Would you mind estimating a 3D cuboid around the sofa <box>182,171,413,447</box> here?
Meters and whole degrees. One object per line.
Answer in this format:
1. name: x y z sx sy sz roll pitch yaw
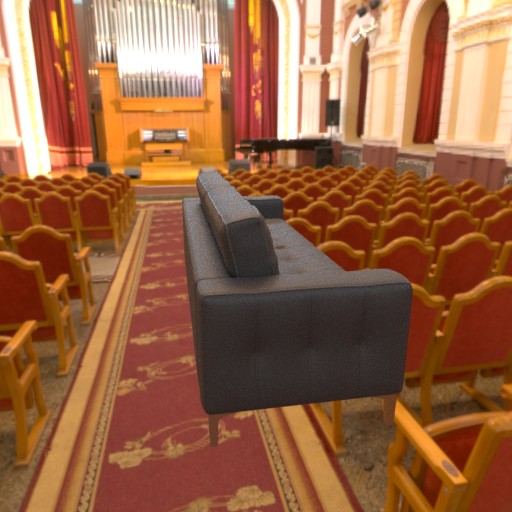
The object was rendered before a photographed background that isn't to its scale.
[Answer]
1. sofa: 0.000 0.000 2.713 0.833 0.893 2.275 -3 16 -10
